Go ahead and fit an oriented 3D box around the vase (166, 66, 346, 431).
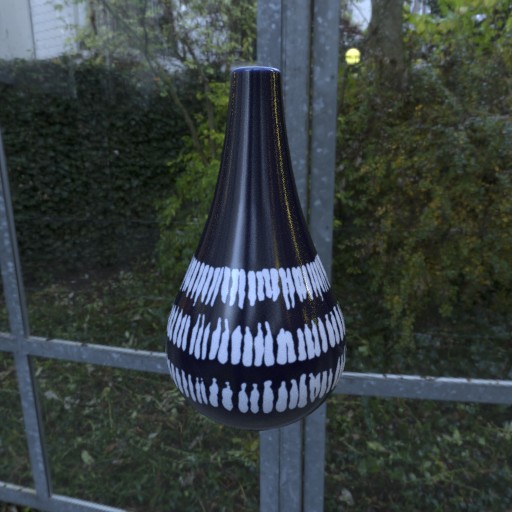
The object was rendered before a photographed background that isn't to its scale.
[{"bbox_3d":[0.000,0.000,0.377,0.159,0.295,0.159,0,14,0],"label":"vase"}]
